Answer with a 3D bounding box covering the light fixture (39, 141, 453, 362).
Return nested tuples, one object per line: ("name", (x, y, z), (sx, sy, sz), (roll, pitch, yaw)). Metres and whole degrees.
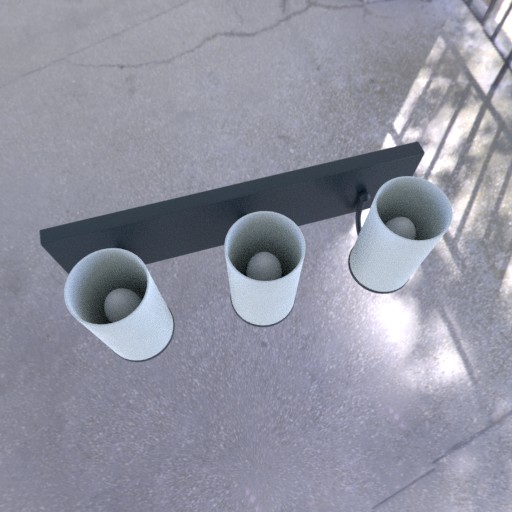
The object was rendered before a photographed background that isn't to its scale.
("light fixture", (0.000, 0.000, 0.524), (0.451, 0.172, 0.145), (-14, 65, -7))
